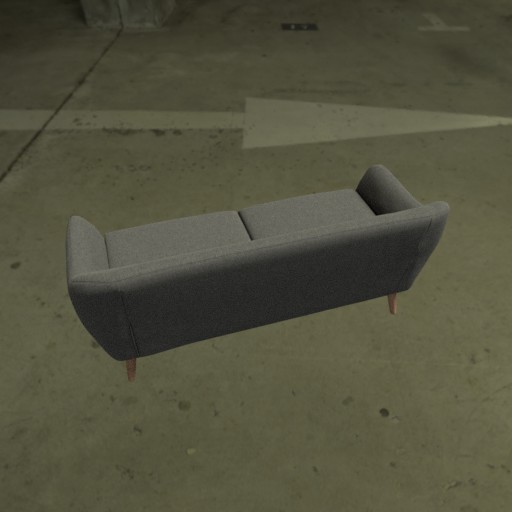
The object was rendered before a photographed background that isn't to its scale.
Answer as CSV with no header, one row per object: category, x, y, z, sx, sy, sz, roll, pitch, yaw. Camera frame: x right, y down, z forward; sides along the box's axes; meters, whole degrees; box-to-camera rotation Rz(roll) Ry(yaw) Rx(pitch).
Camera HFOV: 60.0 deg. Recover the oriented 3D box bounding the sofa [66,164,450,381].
sofa,0.000,0.000,2.336,1.840,0.820,0.820,-12,43,-13
